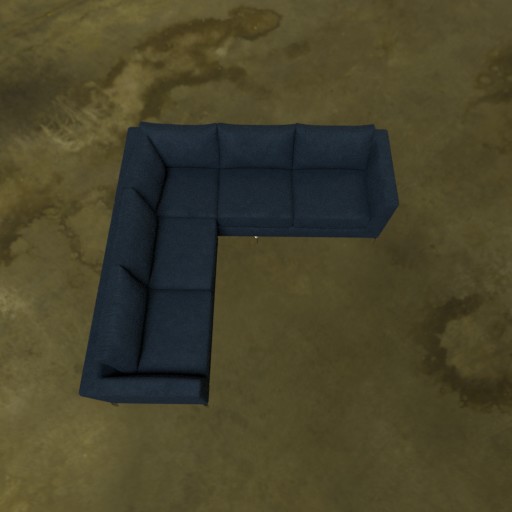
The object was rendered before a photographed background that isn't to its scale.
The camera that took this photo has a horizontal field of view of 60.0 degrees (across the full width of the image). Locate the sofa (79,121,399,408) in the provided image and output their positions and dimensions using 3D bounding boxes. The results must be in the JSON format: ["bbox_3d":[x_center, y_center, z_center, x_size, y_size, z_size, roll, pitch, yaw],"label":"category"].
[{"bbox_3d":[0.000,0.000,3.868,2.463,0.988,2.472,1,63,0],"label":"sofa"}]
